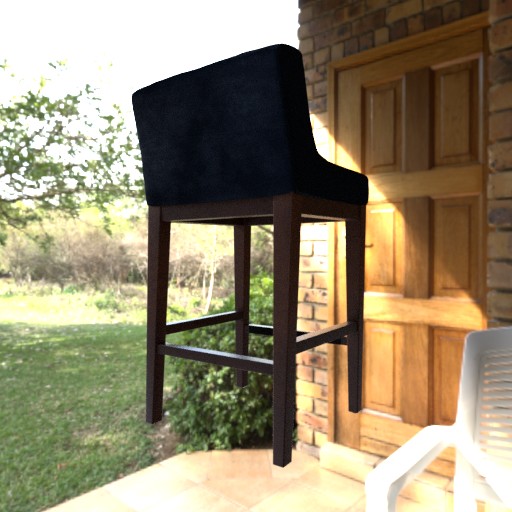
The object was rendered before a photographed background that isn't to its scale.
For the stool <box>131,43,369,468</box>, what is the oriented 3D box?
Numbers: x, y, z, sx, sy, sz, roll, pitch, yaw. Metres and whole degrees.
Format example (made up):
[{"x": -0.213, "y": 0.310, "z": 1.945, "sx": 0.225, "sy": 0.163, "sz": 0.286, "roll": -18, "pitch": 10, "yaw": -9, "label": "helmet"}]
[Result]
[{"x": 0.000, "y": 0.000, "z": 1.282, "sx": 0.511, "sy": 0.945, "sz": 0.516, "roll": 0, "pitch": 0, "yaw": 36, "label": "stool"}]
